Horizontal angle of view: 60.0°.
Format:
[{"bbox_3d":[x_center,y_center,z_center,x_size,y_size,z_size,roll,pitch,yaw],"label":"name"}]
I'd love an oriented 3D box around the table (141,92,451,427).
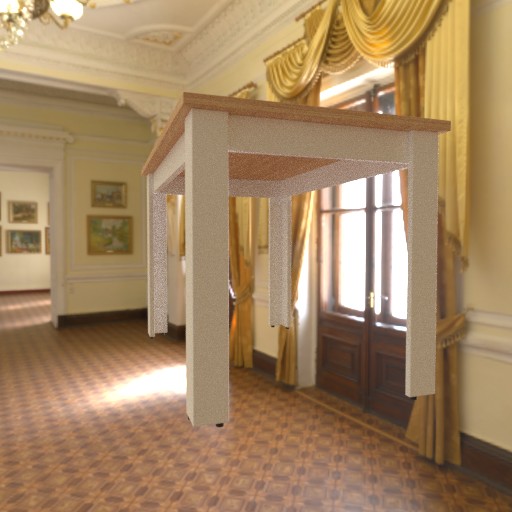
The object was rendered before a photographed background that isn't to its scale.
[{"bbox_3d":[0.000,0.000,1.575,0.700,0.734,1.100,-1,2,-19],"label":"table"}]
